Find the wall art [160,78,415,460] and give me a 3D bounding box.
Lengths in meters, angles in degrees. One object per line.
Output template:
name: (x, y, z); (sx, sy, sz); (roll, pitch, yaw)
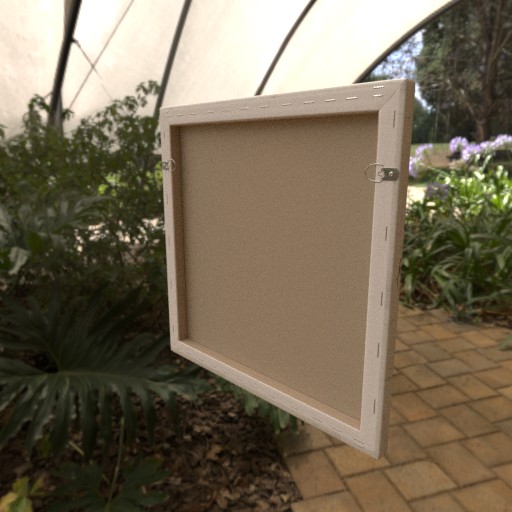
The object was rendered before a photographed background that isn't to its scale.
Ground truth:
wall art: (0.000, 0.000, 1.120); (0.762, 0.762, 0.038); (13, 18, 43)
